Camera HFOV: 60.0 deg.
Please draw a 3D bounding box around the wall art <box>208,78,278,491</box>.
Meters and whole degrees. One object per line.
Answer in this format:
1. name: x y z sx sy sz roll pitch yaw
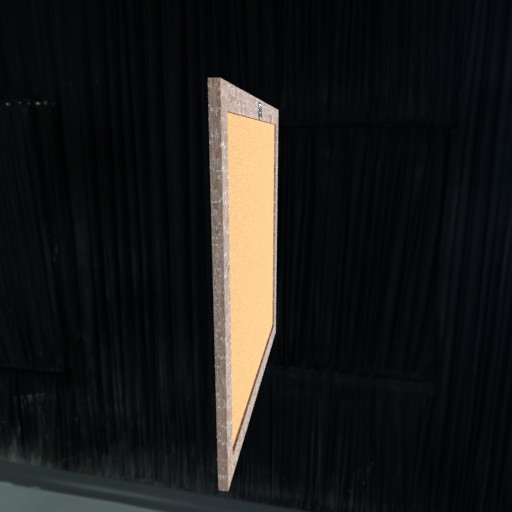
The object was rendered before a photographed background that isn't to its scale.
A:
1. wall art: 0.000 0.000 0.575 0.012 0.384 0.384 2 15 9
